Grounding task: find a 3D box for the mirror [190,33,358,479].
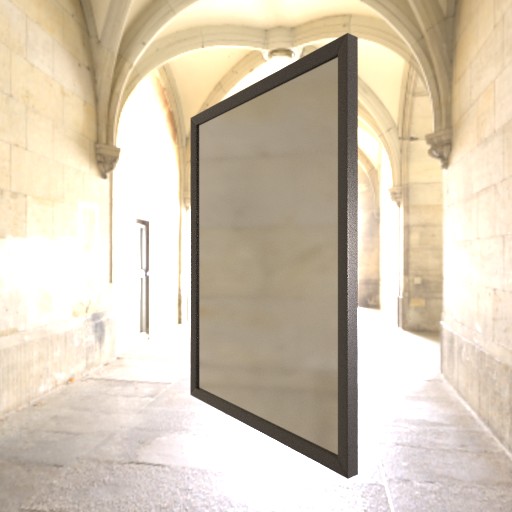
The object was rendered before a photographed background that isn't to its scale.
[{"bbox_3d":[0.000,0.000,1.328,0.040,1.016,0.762,0,0,-36],"label":"mirror"}]
